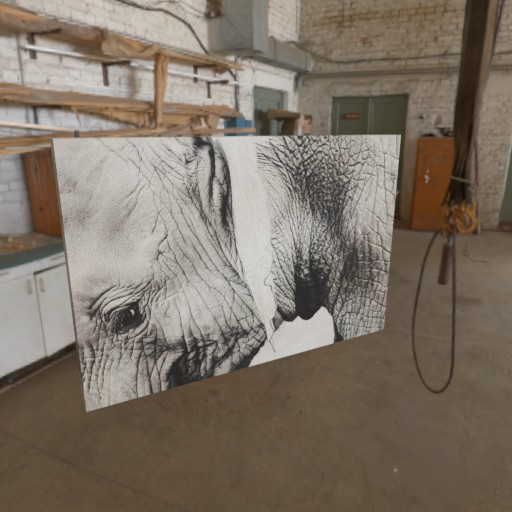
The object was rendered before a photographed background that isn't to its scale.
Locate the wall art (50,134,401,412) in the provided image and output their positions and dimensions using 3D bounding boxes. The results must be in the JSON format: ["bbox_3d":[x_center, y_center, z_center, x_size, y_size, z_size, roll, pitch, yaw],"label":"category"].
[{"bbox_3d":[0.000,0.000,0.779,0.613,0.407,0.035,-9,18,-27],"label":"wall art"}]
